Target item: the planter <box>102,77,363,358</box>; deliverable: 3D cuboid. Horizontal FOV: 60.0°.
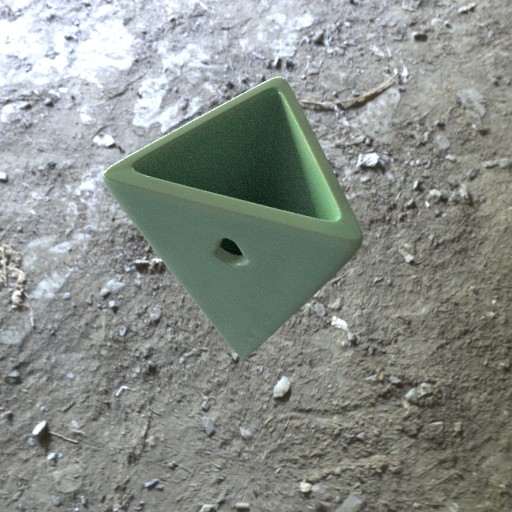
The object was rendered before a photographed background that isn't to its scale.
[{"bbox_3d":[0.000,0.000,0.220,0.080,0.178,0.064,15,65,7],"label":"planter"}]
